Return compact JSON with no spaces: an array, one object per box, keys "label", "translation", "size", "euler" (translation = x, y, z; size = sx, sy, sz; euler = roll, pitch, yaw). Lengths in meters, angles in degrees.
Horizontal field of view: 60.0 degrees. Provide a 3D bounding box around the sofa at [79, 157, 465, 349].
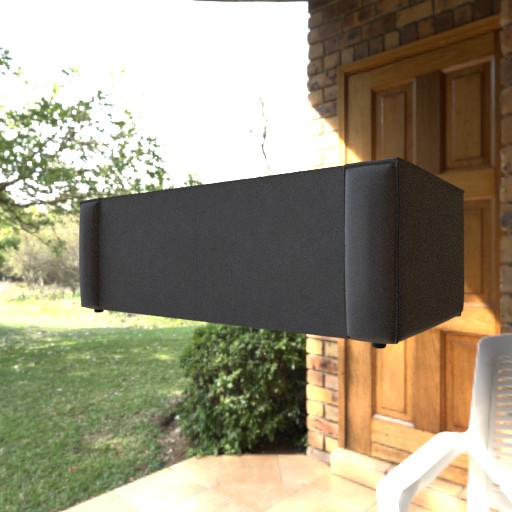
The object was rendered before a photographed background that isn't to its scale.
[{"label":"sofa","translation":[0.000,0.000,2.478],"size":[1.995,0.680,1.038],"euler":[0,0,37]}]
